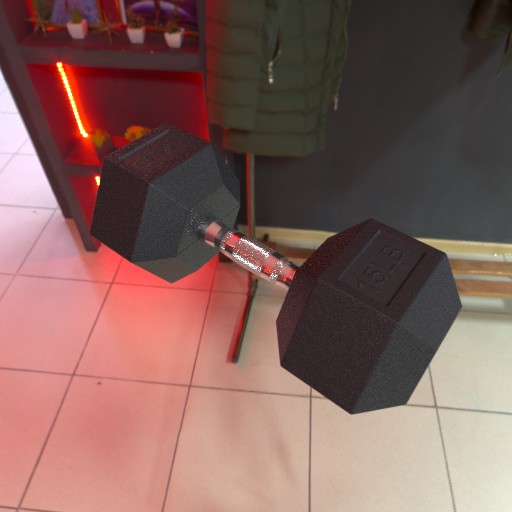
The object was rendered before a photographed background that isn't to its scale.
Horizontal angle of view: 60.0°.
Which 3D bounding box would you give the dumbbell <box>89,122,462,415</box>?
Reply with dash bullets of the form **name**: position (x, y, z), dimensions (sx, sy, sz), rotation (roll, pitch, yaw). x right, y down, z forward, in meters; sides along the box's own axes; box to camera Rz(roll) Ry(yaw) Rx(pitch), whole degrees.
- **dumbbell**: position (0.000, 0.000, 0.324), dimensions (0.271, 0.106, 0.122), rotation (30, 54, 25)
